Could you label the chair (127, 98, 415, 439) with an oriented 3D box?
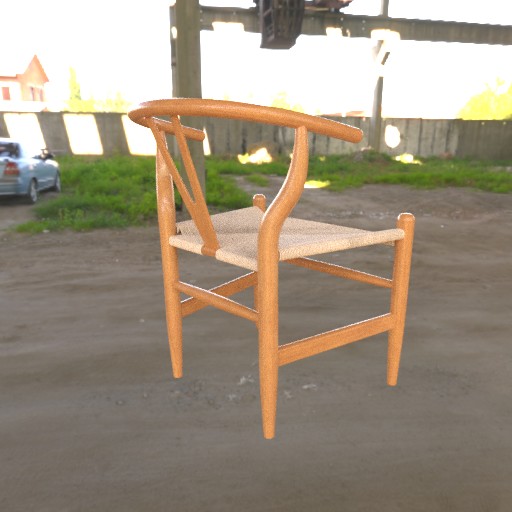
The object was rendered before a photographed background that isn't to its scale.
[{"bbox_3d":[0.000,0.000,1.137,0.579,0.730,0.569,-14,20,-42],"label":"chair"}]
